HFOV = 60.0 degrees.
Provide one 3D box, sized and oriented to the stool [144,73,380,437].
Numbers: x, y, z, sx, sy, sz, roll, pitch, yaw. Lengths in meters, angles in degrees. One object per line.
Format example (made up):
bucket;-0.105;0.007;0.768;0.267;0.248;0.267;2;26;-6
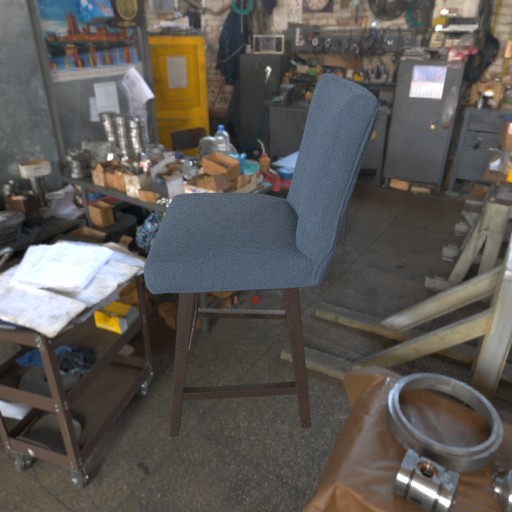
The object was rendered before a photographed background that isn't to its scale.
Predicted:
stool;0.000;0.000;1.359;0.574;1.000;0.514;0;28;-1
